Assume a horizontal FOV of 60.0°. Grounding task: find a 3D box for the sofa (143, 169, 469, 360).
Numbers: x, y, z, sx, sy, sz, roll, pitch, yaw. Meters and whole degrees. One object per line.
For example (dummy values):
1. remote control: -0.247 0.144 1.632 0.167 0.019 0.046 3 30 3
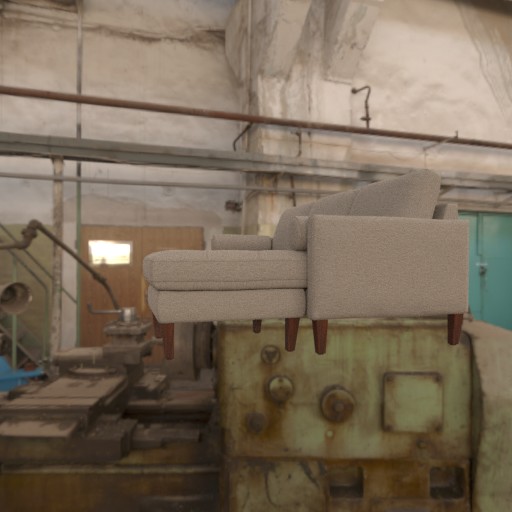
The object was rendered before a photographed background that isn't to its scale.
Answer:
1. sofa: 0.000 0.000 2.951 1.506 0.875 2.178 0 0 -17
